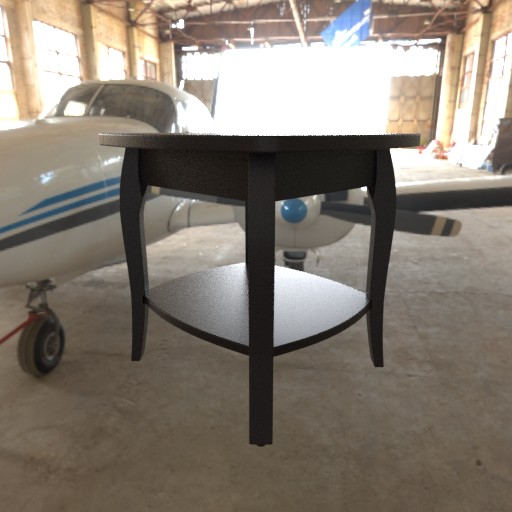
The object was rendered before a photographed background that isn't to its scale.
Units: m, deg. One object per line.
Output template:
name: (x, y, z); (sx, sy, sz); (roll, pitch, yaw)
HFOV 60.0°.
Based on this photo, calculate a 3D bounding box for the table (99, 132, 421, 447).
table: (0.000, 0.000, 0.857); (0.457, 0.457, 0.508); (-15, 22, -42)
